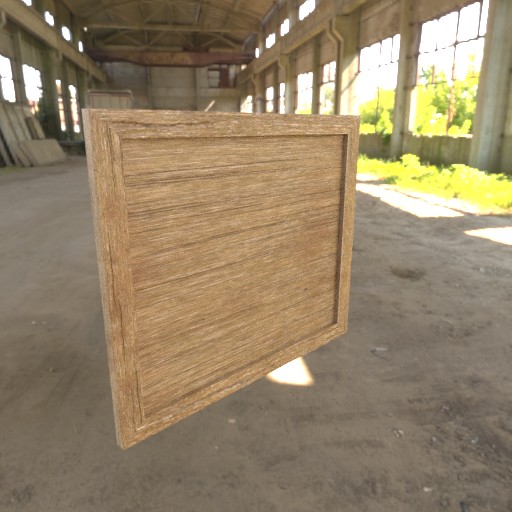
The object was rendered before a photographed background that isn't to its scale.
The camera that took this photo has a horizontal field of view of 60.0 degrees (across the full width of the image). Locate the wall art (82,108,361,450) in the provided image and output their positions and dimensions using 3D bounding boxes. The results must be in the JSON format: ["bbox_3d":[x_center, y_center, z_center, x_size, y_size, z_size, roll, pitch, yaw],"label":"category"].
[{"bbox_3d":[0.000,0.000,0.957,0.690,0.588,0.026,-15,22,-42],"label":"wall art"}]
